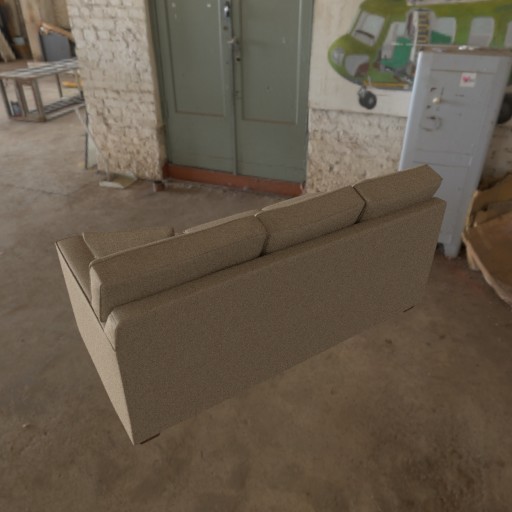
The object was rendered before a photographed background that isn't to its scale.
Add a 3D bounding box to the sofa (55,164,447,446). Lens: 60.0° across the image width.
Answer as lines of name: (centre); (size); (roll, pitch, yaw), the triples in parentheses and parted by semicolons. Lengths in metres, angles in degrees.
sofa: (0.000, 0.000, 2.571); (1.963, 0.946, 1.034); (-19, 36, -28)
